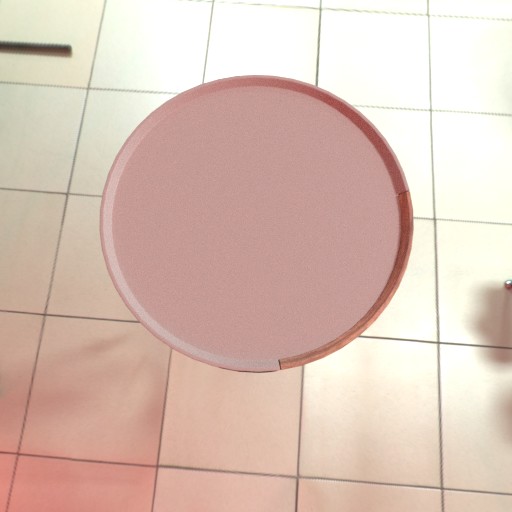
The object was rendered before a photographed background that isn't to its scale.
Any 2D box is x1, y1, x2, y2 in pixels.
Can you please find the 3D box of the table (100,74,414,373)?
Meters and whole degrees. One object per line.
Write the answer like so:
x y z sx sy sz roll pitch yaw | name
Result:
0.000 0.000 0.889 0.450 0.530 0.450 0 76 0 | table
